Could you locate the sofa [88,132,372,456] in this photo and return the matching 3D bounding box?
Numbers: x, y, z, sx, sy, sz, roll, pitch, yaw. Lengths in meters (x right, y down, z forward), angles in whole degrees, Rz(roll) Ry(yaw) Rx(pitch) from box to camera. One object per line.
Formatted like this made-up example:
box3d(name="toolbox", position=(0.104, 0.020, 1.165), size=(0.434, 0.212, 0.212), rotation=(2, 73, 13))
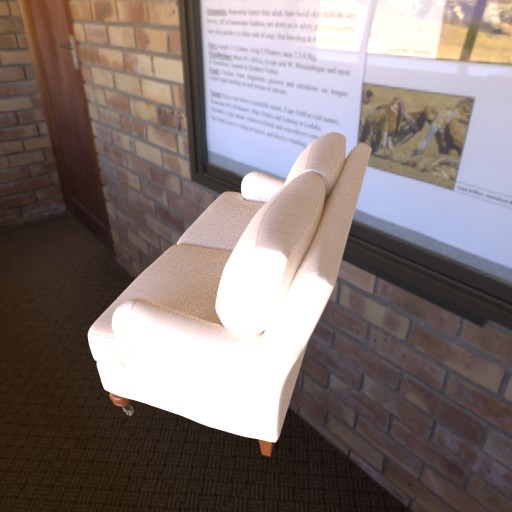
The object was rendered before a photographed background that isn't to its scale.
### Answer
box3d(name="sofa", position=(0.000, 0.000, 2.573), size=(1.084, 1.101, 1.853), rotation=(9, 31, 15))
